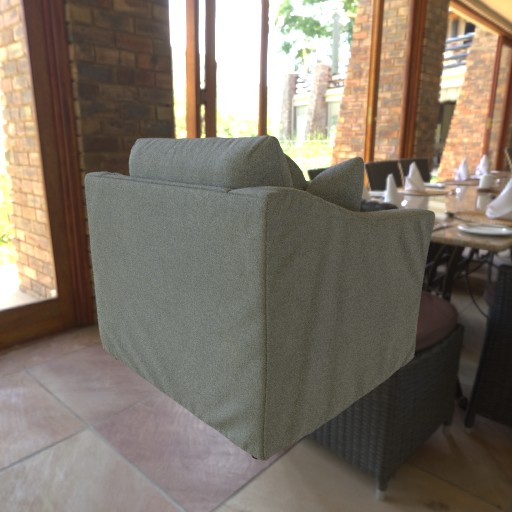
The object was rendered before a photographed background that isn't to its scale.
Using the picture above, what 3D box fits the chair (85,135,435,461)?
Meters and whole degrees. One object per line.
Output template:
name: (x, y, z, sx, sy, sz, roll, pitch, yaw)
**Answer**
chair: (0.000, 0.000, 2.036, 1.071, 1.059, 1.194, -14, 20, -42)
